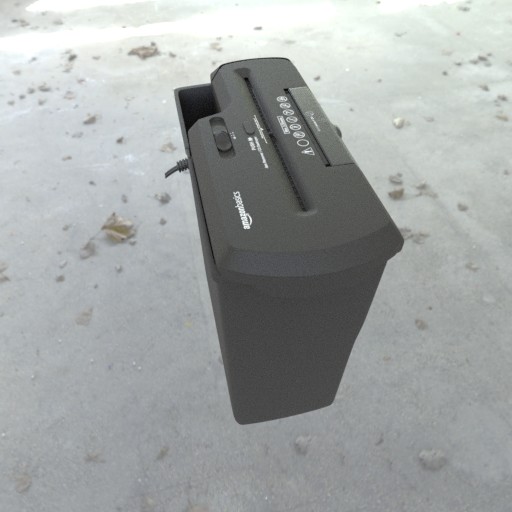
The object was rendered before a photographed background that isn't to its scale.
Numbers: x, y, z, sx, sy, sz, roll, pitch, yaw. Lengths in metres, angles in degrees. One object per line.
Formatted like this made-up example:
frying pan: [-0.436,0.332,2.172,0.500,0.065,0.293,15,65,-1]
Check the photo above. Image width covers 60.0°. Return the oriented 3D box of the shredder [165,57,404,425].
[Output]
shredder: [0.000,0.000,0.510,0.170,0.335,0.320,-9,48,-9]
